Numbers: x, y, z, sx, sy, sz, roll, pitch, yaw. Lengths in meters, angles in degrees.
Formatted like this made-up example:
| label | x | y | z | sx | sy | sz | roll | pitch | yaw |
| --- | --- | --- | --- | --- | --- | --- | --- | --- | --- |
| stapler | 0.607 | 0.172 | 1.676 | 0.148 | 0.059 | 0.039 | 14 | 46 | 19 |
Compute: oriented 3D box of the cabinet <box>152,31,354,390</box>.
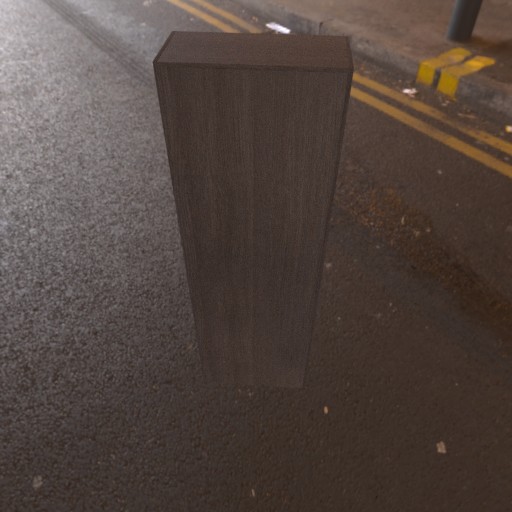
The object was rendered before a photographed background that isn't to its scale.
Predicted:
| label | x | y | z | sx | sy | sz | roll | pitch | yaw |
| --- | --- | --- | --- | --- | --- | --- | --- | --- | --- |
| cabinet | 0.000 | 0.000 | 1.800 | 0.520 | 1.630 | 0.255 | 3 | 45 | 3 |
